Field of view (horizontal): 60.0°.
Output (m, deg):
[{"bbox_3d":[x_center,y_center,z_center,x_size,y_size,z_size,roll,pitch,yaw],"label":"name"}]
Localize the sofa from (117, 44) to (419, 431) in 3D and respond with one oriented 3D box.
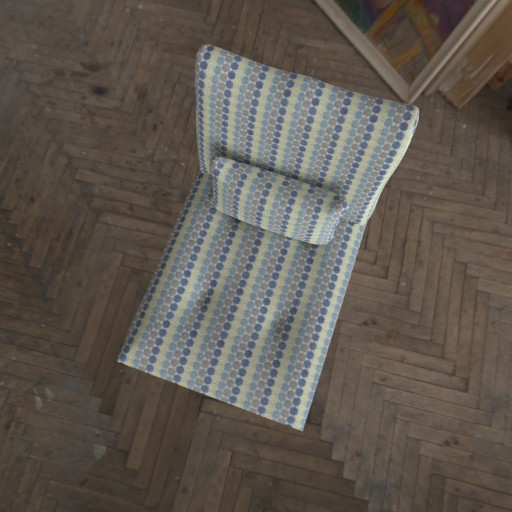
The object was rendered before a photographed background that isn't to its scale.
[{"bbox_3d":[0.000,0.000,1.546,0.700,0.820,1.000,19,75,5],"label":"sofa"}]
